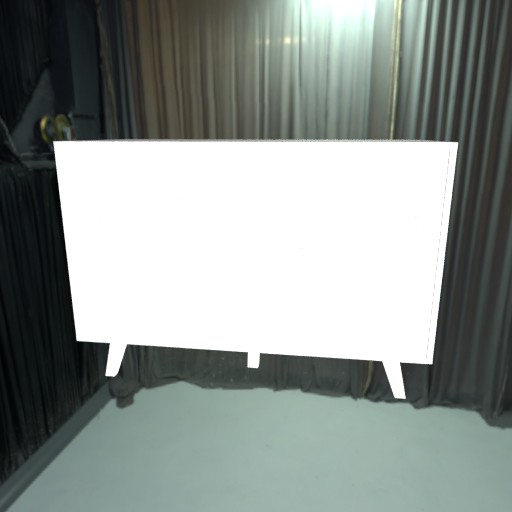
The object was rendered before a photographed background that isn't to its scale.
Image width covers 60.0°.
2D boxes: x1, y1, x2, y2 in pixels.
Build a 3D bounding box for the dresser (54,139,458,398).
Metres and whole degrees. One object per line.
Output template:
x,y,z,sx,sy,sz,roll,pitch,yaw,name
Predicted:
0.000,0.000,1.547,1.110,0.780,0.500,2,16,8,dresser
